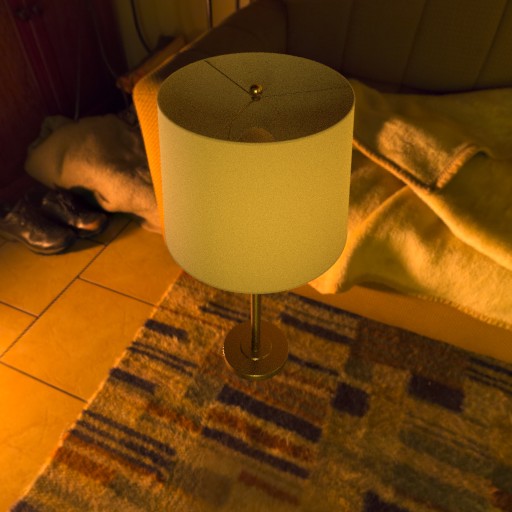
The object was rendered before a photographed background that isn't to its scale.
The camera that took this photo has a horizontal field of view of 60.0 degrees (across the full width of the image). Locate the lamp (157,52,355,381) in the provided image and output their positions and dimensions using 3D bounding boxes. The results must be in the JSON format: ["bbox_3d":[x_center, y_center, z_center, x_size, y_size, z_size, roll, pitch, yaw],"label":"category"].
[{"bbox_3d":[0.000,0.000,0.877,0.333,0.696,0.333,0,46,0],"label":"lamp"}]
